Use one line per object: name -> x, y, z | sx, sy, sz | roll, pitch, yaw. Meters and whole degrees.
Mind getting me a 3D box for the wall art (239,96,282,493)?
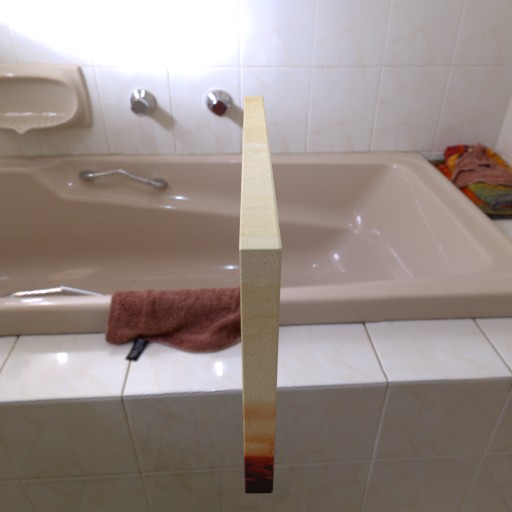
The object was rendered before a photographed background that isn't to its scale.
wall art -> 0.000, 0.000, 0.774 | 0.040, 0.402, 0.613 | 0, 32, -1
